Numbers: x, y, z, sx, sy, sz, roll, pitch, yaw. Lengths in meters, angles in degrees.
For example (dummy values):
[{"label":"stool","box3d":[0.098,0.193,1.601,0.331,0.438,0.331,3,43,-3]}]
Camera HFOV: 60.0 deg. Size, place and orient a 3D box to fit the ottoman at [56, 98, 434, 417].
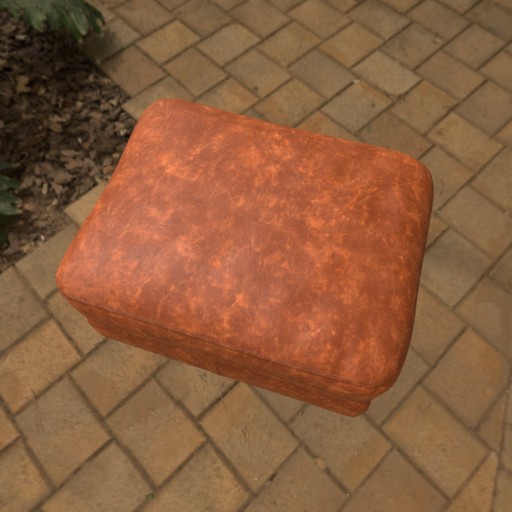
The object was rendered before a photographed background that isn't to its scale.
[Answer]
[{"label":"ottoman","box3d":[0.000,0.000,1.246,0.832,0.562,0.657,16,64,8]}]
